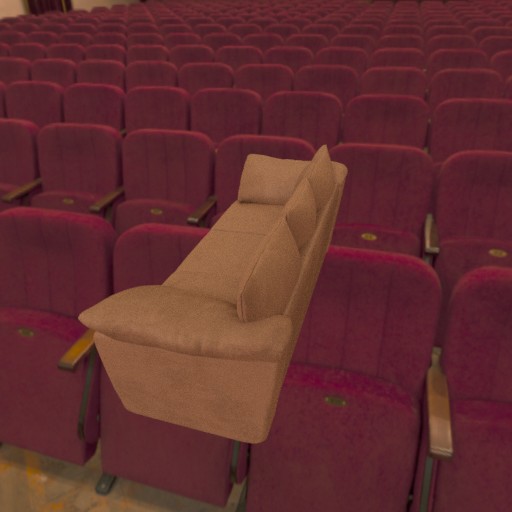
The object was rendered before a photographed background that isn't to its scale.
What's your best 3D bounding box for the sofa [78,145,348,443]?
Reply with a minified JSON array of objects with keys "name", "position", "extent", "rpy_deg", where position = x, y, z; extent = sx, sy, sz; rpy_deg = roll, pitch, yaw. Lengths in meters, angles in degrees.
[{"name":"sofa","position":[0.000,0.000,2.851],"extent":[0.893,0.981,2.377],"rpy_deg":[8,31,14]}]
